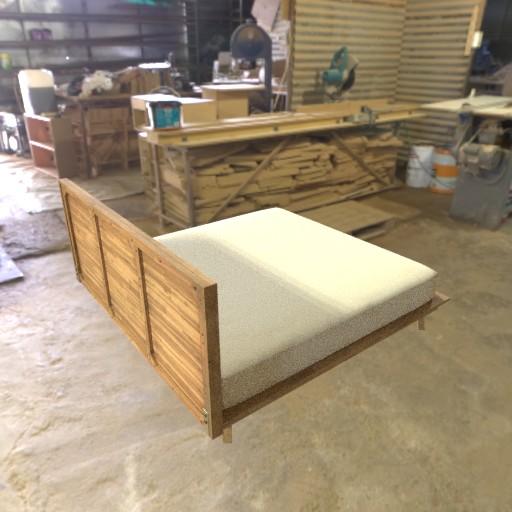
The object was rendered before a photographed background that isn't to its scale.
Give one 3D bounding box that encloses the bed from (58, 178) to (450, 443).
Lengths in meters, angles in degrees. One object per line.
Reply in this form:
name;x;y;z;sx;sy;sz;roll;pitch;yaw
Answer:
bed;0.000;0.000;3.406;2.167;1.100;2.116;-18;30;-33
